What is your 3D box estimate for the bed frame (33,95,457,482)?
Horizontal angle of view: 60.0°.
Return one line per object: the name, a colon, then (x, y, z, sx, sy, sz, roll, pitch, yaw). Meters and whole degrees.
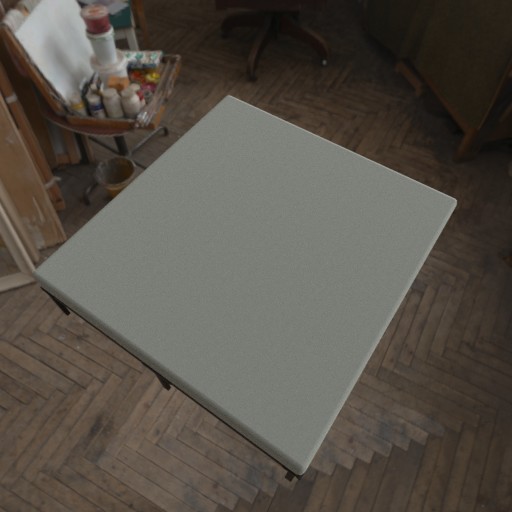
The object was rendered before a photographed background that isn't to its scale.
bed frame: (0.000, 0.000, 3.939, 2.526, 0.680, 2.635, 30, 63, 17)
